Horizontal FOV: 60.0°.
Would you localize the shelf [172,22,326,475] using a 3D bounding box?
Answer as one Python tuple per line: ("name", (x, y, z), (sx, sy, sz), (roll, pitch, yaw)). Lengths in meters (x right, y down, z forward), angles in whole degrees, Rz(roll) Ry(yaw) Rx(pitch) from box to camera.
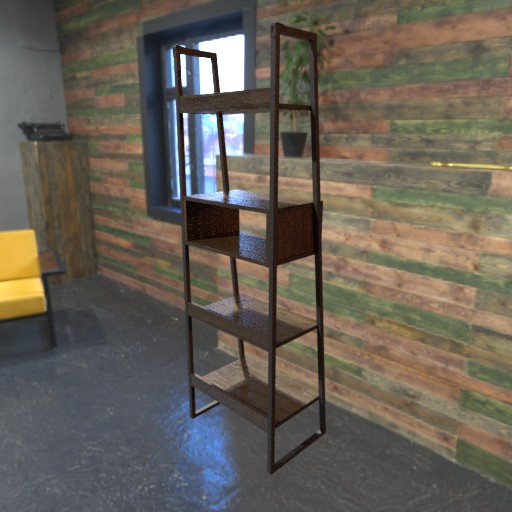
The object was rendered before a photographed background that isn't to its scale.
("shelf", (0.000, 0.000, 2.270), (0.652, 2.005, 0.454), (15, 21, 43))
